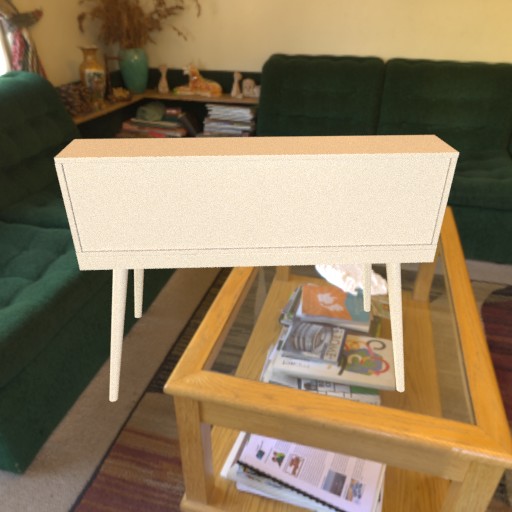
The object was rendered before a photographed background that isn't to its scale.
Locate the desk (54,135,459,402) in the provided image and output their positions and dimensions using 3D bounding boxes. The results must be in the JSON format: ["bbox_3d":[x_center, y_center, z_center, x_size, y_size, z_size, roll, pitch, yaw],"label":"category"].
[{"bbox_3d":[0.000,0.000,1.775,1.199,0.990,0.559,-1,31,-2],"label":"desk"}]
